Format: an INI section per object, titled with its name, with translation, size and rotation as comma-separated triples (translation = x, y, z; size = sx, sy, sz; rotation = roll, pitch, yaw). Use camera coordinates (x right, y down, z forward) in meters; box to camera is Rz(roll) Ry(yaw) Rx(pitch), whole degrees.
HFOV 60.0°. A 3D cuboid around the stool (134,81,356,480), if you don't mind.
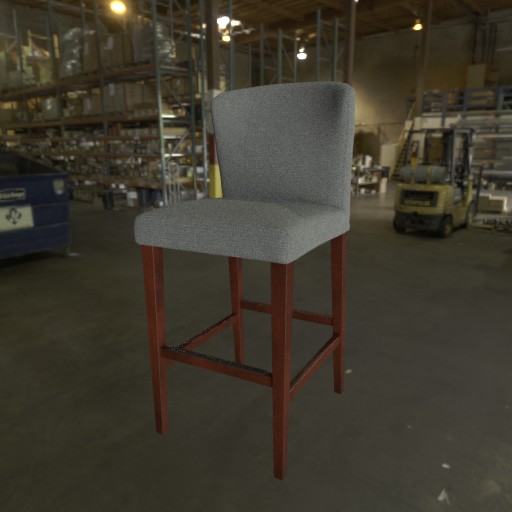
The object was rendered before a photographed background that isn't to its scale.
[stool]
translation = 0.000, 0.000, 1.371
size = 0.486, 1.069, 0.568
rotation = 7, 15, 28
